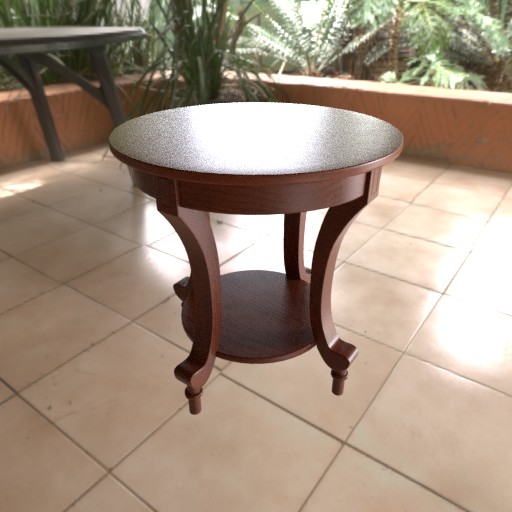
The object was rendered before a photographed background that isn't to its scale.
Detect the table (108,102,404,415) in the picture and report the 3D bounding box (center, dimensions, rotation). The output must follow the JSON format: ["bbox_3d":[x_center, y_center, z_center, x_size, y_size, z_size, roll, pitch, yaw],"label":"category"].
[{"bbox_3d":[0.000,0.000,1.079,0.597,0.612,0.597,0,29,0],"label":"table"}]
